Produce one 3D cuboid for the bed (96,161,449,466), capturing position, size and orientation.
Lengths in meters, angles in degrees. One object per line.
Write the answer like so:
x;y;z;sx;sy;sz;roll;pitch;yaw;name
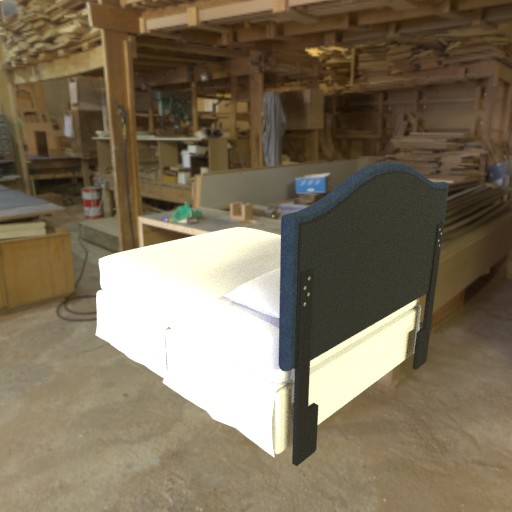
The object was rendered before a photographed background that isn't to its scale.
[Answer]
0.000;0.000;3.349;1.713;1.518;2.153;-16;23;-42;bed
